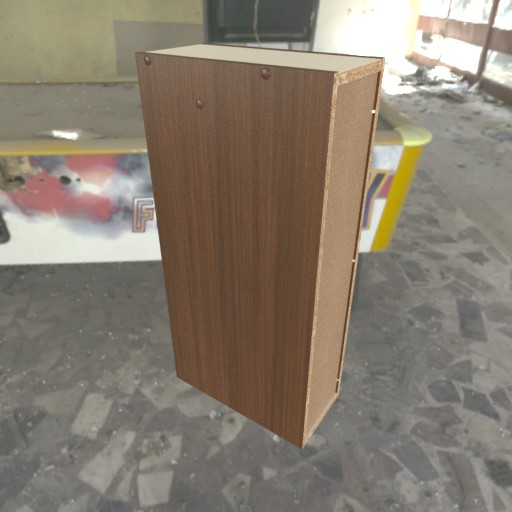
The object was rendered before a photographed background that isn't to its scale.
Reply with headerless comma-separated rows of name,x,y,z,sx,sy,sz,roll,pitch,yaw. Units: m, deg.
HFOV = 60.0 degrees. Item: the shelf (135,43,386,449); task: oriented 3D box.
shelf,0.000,0.000,0.721,0.290,0.600,0.147,20,36,29
